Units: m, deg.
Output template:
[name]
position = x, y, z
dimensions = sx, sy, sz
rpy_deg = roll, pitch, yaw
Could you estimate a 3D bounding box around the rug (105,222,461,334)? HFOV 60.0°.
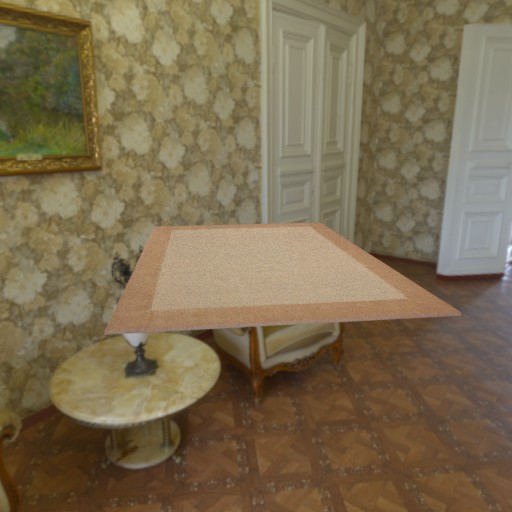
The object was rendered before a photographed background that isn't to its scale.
[rug]
position = 0.000, 0.000, 2.362
dimensions = 1.219, 0.014, 1.829
rpy_deg = -2, 15, -7
